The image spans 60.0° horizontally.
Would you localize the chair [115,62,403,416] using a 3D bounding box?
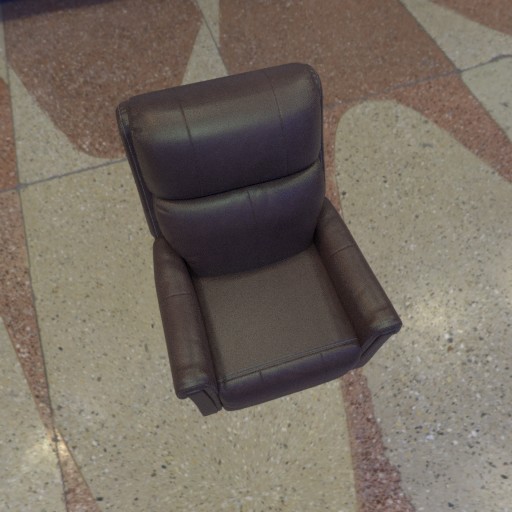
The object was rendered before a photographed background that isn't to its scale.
[{"bbox_3d":[0.000,0.000,1.776,0.838,1.054,1.014,-15,63,-8],"label":"chair"}]
